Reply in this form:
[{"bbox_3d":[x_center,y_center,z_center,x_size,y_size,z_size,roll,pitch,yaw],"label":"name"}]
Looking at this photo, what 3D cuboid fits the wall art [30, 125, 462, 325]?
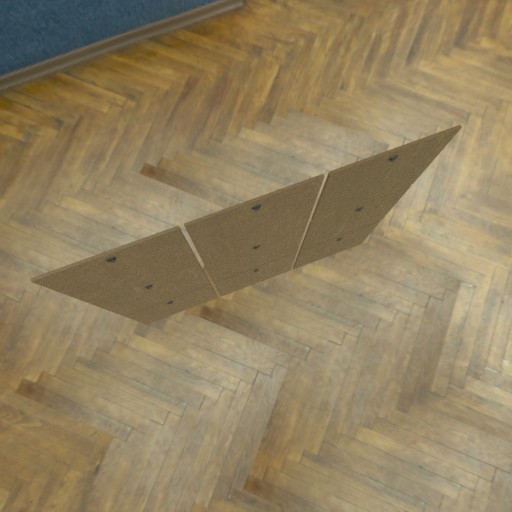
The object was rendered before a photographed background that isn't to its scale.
[{"bbox_3d":[0.000,0.000,2.208,1.526,1.522,0.023,-20,77,-5],"label":"wall art"}]
